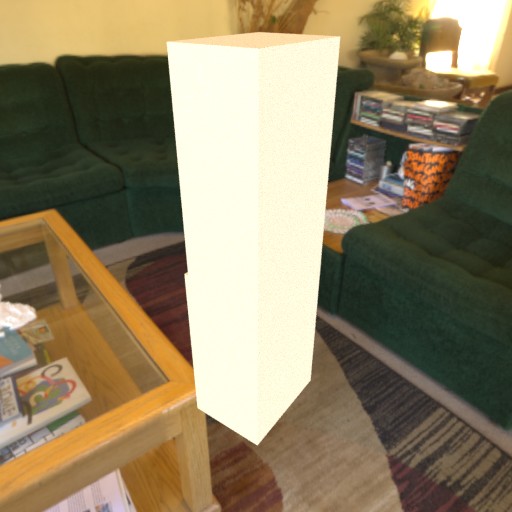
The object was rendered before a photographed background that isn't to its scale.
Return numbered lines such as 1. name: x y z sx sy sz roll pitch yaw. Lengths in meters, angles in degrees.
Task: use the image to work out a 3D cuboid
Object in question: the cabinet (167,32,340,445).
1. cabinet: 0.000 0.000 1.529 0.300 1.350 0.400 20 36 30
